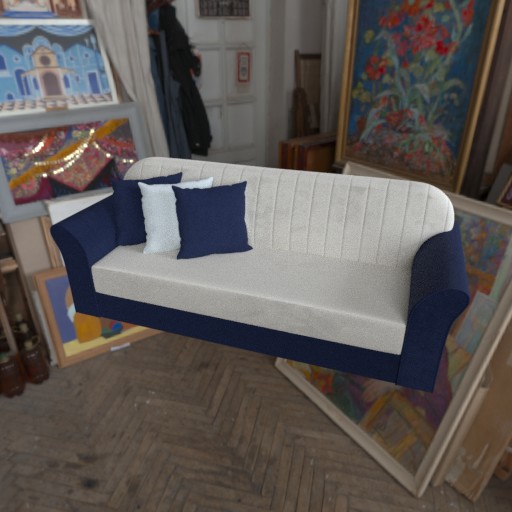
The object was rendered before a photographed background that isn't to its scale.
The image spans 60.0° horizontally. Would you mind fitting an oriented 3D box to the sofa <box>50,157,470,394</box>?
[{"bbox_3d":[0.000,0.000,2.379,2.006,0.789,0.749,9,28,17],"label":"sofa"}]
